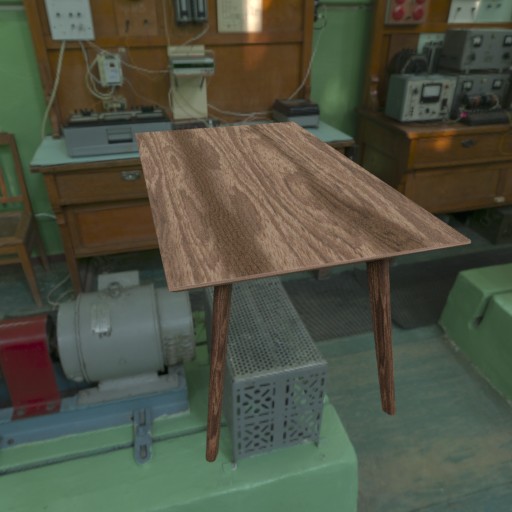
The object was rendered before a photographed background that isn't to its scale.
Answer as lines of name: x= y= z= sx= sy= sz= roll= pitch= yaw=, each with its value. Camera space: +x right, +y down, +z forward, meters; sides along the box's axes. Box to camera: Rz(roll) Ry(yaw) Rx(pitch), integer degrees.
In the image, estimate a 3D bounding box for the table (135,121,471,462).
table: x=0.000 y=0.000 z=1.825 sx=0.801 sy=0.724 sz=1.349 roll=-8 pitch=31 yaw=-14
